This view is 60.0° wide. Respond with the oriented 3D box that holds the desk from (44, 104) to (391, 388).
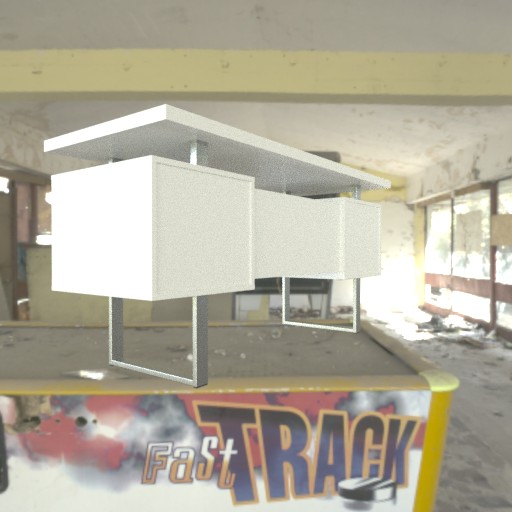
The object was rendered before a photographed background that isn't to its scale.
[{"bbox_3d":[0.000,0.000,1.895,0.603,0.773,1.530,0,1,37],"label":"desk"}]
